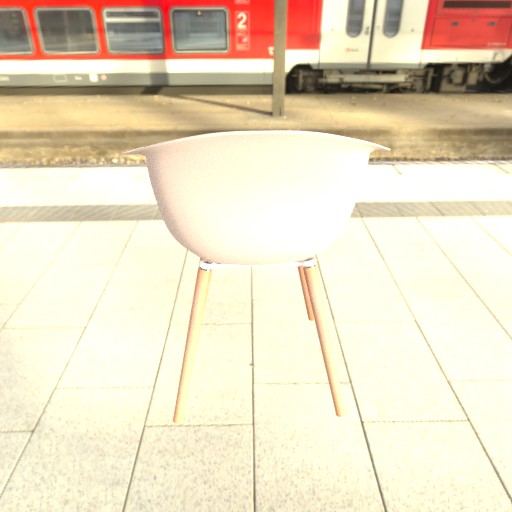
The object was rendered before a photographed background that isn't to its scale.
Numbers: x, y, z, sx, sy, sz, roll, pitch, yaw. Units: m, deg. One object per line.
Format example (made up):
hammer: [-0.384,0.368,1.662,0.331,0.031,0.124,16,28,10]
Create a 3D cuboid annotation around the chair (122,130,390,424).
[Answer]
chair: [0.000,0.000,1.169,0.593,0.781,0.504,-1,30,-3]
